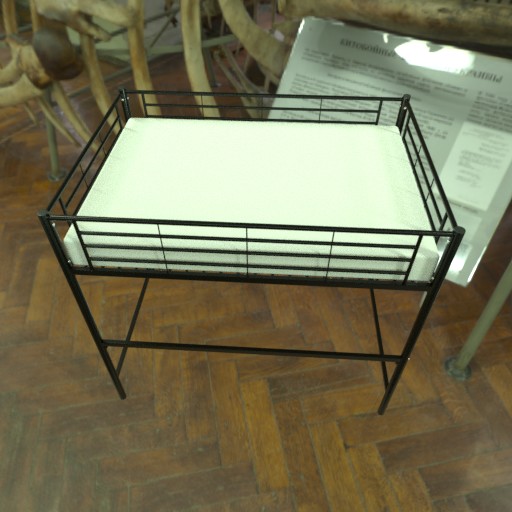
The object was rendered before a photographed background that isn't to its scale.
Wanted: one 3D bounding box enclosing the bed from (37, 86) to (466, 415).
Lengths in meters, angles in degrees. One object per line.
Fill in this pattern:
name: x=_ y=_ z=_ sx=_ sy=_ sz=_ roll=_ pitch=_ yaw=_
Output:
bed: x=0.000 y=0.000 z=3.159 sx=1.994 sy=1.803 sz=1.397 roll=3 pitch=45 yaw=3
